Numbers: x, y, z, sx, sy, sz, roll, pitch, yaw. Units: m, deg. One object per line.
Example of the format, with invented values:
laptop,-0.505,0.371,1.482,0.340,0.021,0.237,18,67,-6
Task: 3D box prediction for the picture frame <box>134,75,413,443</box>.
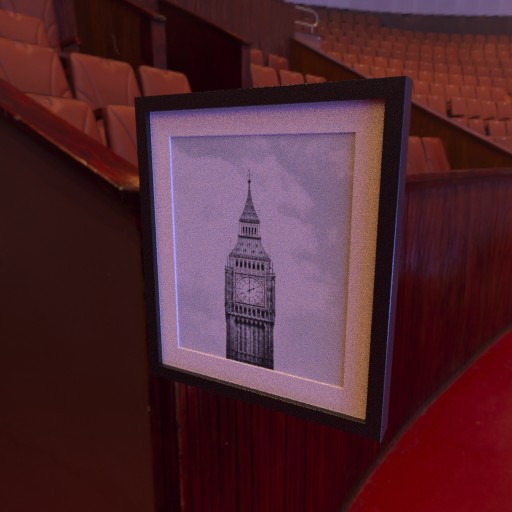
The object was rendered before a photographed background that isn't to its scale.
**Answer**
picture frame,0.000,0.000,0.534,0.328,0.378,0.034,7,15,28
